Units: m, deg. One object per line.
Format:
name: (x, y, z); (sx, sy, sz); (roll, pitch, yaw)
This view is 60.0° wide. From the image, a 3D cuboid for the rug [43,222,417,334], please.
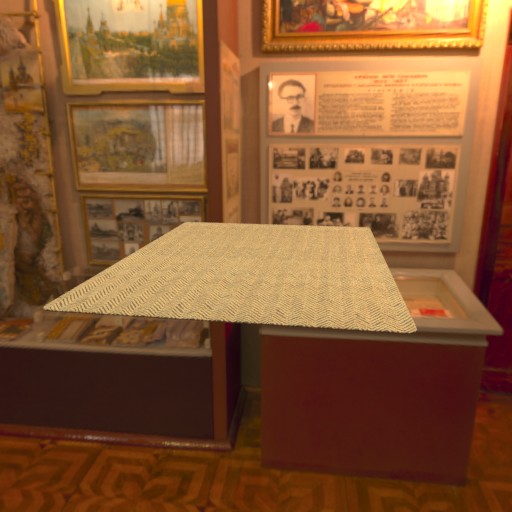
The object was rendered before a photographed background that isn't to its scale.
rug: (0.000, 0.000, 4.313); (2.439, 0.014, 3.207); (2, 15, 9)
